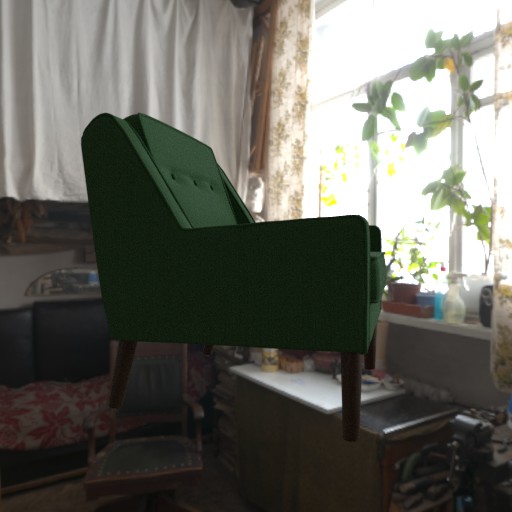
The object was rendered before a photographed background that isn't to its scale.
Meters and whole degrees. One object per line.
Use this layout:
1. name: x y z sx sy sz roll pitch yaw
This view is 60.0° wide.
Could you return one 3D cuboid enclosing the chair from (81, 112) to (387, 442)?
1. chair: 0.000 0.000 1.331 0.743 0.792 0.663 1 2 18
